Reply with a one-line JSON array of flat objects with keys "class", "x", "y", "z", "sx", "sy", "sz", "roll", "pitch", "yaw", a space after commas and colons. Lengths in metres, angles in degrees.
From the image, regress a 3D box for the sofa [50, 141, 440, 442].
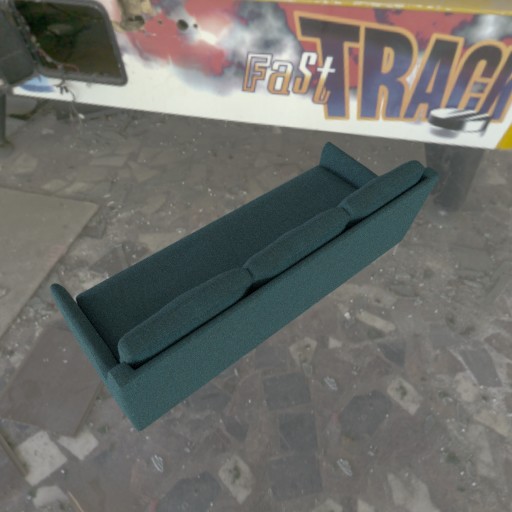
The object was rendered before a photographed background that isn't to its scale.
[{"class": "sofa", "x": 0.000, "y": 0.000, "z": 2.543, "sx": 2.060, "sy": 0.837, "sz": 0.849, "roll": -32, "pitch": 55, "yaw": -26}]
